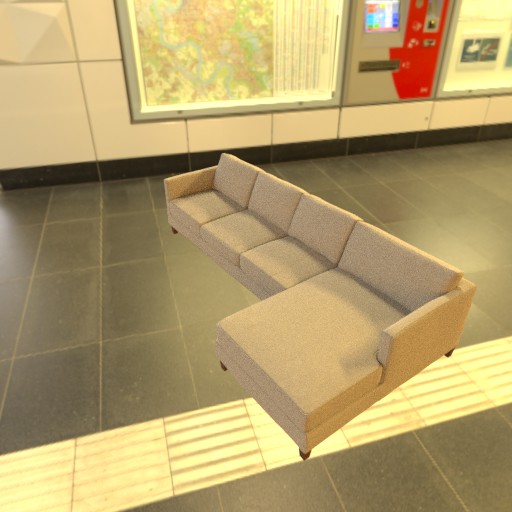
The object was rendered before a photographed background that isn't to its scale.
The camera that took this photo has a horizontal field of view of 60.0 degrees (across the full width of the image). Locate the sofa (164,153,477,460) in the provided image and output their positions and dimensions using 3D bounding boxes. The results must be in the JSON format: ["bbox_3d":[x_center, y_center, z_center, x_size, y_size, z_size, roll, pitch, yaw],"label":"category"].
[{"bbox_3d":[0.000,0.000,3.974,1.625,0.861,3.186,-21,37,-30],"label":"sofa"}]
